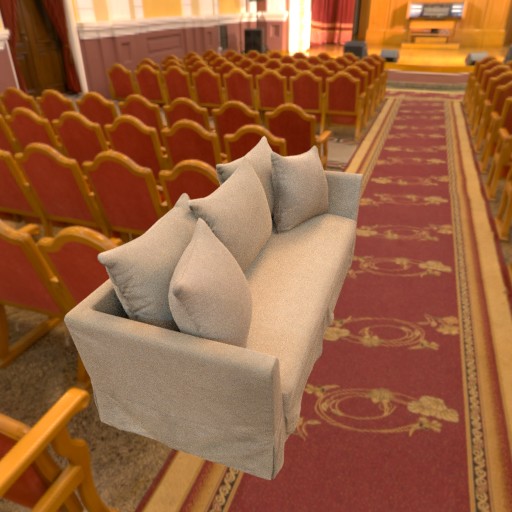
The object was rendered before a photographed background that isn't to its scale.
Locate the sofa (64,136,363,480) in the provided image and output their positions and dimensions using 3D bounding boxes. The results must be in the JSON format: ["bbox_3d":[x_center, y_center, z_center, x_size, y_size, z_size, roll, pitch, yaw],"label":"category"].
[{"bbox_3d":[0.000,0.000,2.826,1.031,1.034,2.290,10,32,17],"label":"sofa"}]
